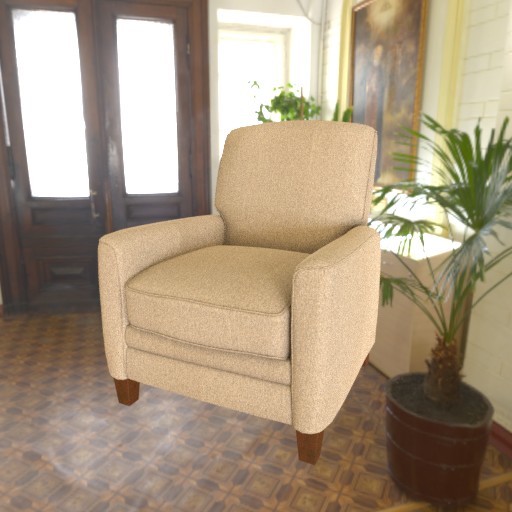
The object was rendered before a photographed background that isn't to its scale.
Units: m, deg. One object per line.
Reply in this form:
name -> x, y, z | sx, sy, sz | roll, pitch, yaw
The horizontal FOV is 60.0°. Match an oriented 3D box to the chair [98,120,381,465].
chair -> 0.000, 0.000, 1.652 | 0.848, 1.014, 0.864 | 7, 15, 25
